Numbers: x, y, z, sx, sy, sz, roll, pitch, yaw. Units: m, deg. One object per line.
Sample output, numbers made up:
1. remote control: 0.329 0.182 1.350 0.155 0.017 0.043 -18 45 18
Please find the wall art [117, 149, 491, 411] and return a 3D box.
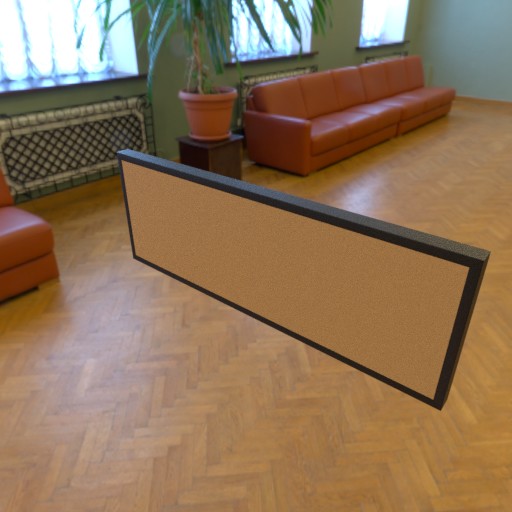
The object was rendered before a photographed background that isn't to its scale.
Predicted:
1. wall art: 0.000 0.000 0.949 0.860 0.303 0.037 22 36 33
